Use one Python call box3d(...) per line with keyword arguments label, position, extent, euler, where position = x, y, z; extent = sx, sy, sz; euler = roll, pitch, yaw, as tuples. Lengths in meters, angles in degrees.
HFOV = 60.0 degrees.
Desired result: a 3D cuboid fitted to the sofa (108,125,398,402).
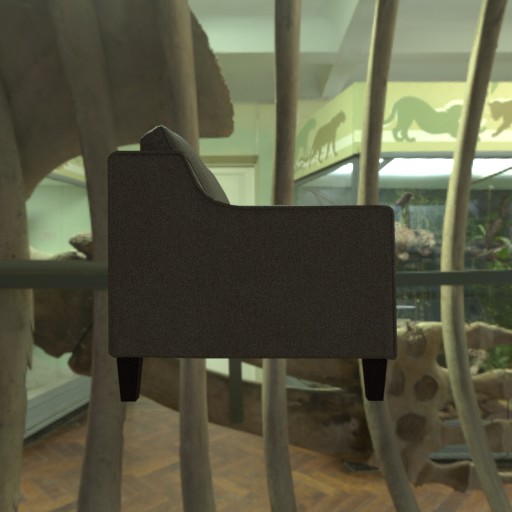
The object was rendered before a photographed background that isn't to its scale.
box3d(label="sofa", position=(0.000, 0.000, 2.204), extent=(0.985, 0.981, 1.503), euler=(0, 0, 0))
